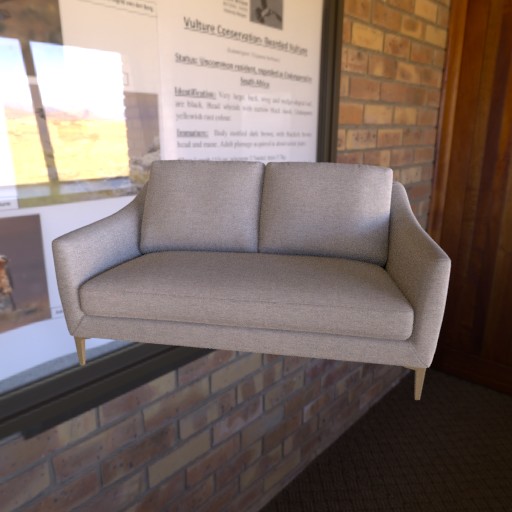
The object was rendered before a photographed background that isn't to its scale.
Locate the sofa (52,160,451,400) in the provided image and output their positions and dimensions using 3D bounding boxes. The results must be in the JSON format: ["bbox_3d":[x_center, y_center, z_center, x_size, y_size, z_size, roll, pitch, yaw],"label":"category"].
[{"bbox_3d":[0.000,0.000,2.218,1.619,0.904,0.960,3,16,10],"label":"sofa"}]
